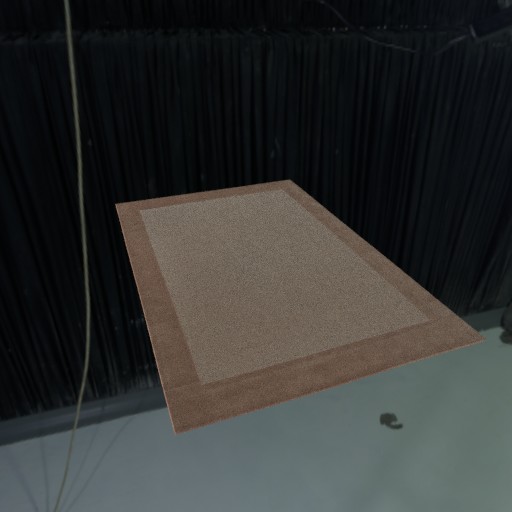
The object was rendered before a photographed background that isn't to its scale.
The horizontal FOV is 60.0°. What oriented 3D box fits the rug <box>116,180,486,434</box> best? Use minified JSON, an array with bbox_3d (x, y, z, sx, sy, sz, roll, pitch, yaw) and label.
[{"bbox_3d":[0.000,0.000,2.271,1.219,0.014,1.829,-11,32,-18],"label":"rug"}]
